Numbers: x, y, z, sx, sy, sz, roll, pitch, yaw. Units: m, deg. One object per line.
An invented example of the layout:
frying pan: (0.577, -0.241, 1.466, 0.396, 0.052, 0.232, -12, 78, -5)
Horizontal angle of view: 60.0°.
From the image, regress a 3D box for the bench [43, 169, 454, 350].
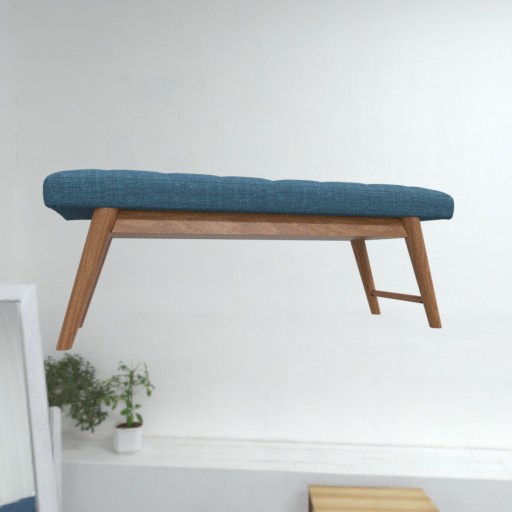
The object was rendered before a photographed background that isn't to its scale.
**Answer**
bench: (0.000, 0.000, 1.339, 1.118, 0.432, 0.406, 0, 0, -17)
